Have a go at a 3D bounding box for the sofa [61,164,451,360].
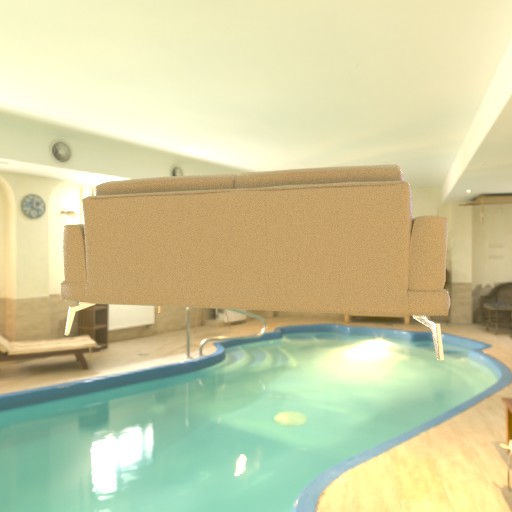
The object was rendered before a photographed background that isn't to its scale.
[{"bbox_3d":[0.000,0.000,2.801,2.177,0.930,1.121,0,0,18],"label":"sofa"}]
